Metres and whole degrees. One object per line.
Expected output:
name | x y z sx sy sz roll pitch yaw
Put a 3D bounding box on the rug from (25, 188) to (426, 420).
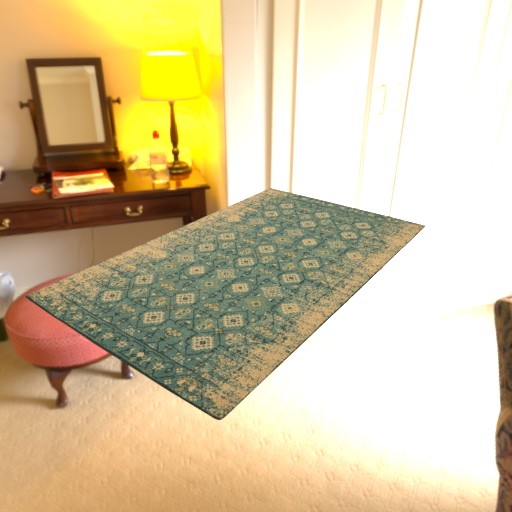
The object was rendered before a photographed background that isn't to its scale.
rug | 0.000 0.000 2.203 1.102 0.008 1.795 19 33 33
